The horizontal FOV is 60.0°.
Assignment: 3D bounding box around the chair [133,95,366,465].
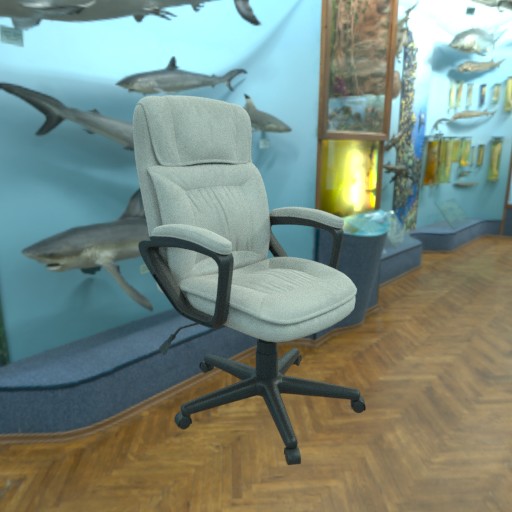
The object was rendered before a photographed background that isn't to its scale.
[{"bbox_3d":[0.000,0.000,1.558,0.724,1.105,0.667,13,19,42],"label":"chair"}]
